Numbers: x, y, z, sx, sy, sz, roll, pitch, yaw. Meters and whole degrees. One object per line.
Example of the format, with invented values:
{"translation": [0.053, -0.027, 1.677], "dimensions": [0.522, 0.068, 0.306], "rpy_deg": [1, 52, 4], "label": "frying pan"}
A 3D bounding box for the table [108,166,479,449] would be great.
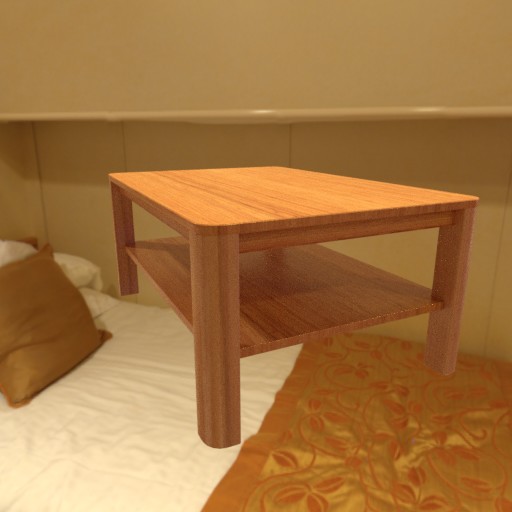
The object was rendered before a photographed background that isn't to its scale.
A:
{"translation": [0.000, 0.000, 1.361], "dimensions": [0.696, 0.445, 0.997], "rpy_deg": [-8, 18, -25], "label": "table"}
